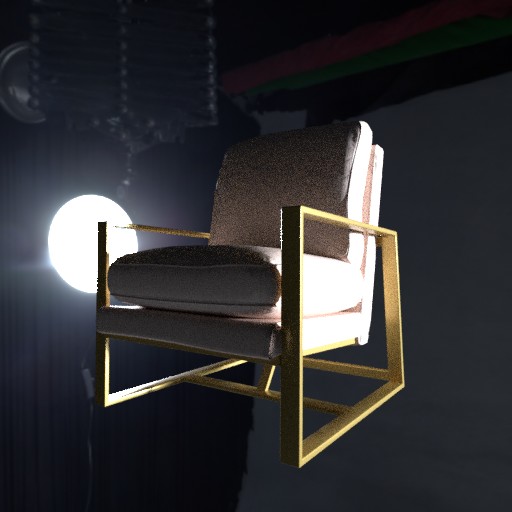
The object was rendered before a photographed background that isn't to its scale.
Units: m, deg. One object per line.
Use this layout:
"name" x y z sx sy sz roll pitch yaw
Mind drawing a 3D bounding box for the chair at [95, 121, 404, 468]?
"chair" 0.000 0.000 1.511 0.758 0.956 0.813 0 0 36
